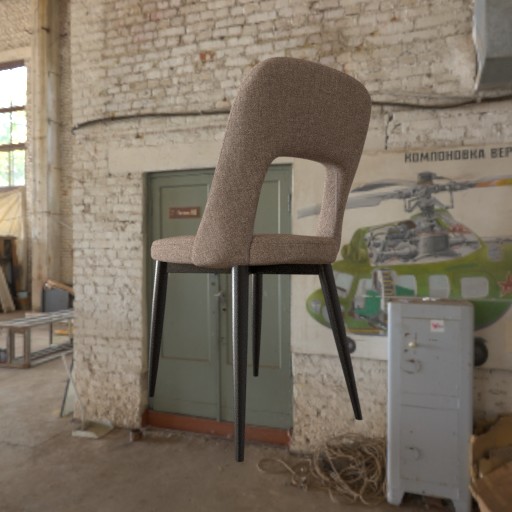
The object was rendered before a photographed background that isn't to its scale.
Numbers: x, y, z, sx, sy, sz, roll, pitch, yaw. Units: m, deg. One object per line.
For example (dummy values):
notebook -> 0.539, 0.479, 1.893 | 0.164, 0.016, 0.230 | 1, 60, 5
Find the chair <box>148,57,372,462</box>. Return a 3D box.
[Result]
chair -> 0.000, 0.000, 1.311 | 0.470, 0.931, 0.612 | 0, 1, -35
